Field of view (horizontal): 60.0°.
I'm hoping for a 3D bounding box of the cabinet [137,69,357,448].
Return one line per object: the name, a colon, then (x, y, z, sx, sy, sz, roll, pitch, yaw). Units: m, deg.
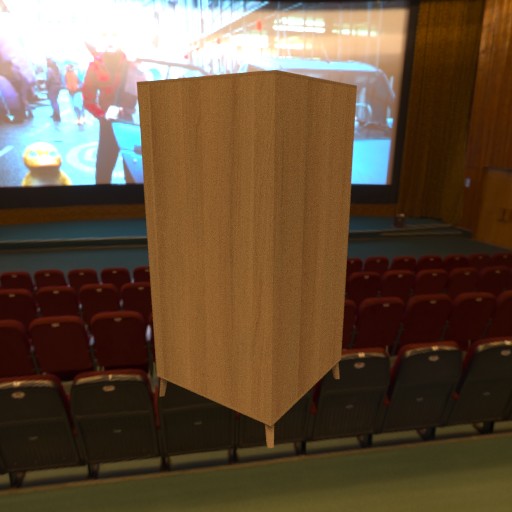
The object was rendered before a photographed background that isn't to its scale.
cabinet: (0.000, 0.000, 2.653, 1.272, 1.957, 0.969, -3, 16, -10)
